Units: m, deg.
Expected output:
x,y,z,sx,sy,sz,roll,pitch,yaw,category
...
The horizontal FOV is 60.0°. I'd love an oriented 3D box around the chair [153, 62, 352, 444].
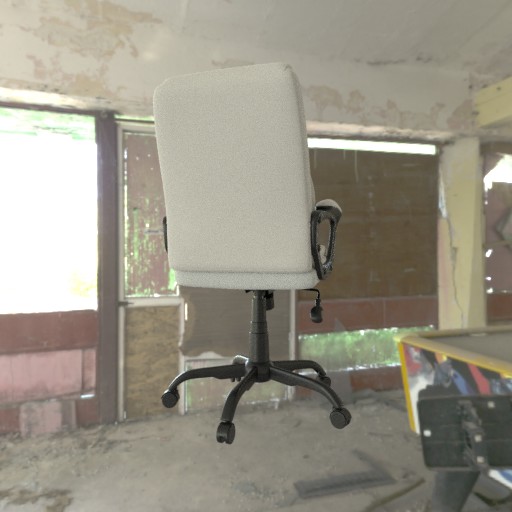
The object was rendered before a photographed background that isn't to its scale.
x,y,z,sx,sy,sz,roll,pitch,yaw,category
0.000,0.000,1.529,0.663,1.065,0.669,0,1,18,chair
